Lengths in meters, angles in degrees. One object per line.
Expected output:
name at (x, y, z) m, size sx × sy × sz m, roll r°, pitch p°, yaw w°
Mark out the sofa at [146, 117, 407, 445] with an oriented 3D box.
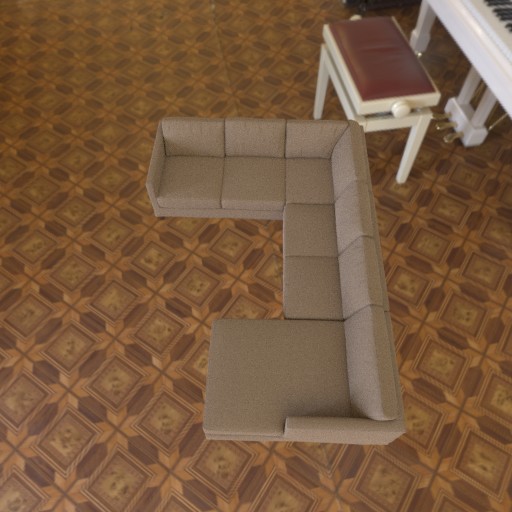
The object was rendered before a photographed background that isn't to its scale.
sofa at (0.000, 0.000, 4.523) m, size 2.424 × 0.865 × 3.438 m, roll 2°, pitch 58°, yaw 1°
